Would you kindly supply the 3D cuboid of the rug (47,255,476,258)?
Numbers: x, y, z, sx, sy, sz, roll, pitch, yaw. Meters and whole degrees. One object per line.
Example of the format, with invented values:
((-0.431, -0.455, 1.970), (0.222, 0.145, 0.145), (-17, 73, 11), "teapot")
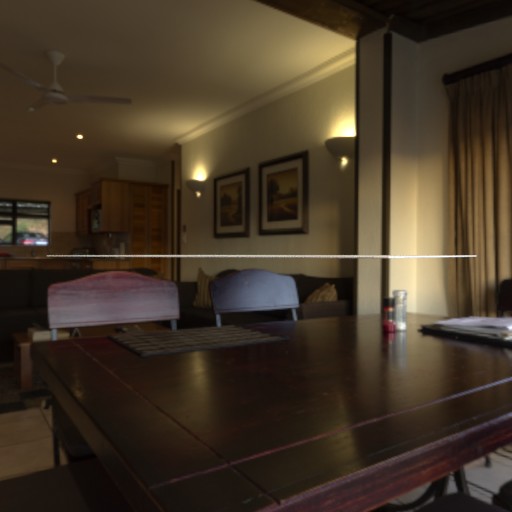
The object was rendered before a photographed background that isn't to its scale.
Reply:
((0.000, 0.000, 2.830), (2.286, 0.006, 1.524), (0, 0, 37), "rug")
